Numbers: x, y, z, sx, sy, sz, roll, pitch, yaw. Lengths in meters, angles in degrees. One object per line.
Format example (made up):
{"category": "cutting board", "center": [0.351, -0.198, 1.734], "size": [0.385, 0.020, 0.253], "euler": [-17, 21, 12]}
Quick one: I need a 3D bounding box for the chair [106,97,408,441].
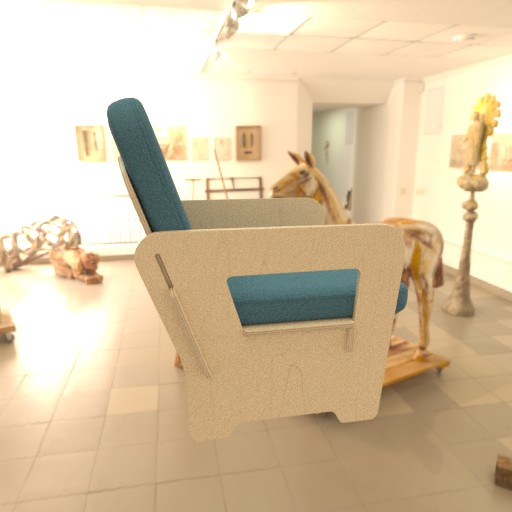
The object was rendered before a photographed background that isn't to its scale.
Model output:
{"category": "chair", "center": [0.000, 0.000, 1.160], "size": [0.657, 0.747, 0.547], "euler": [-3, 14, -11]}
